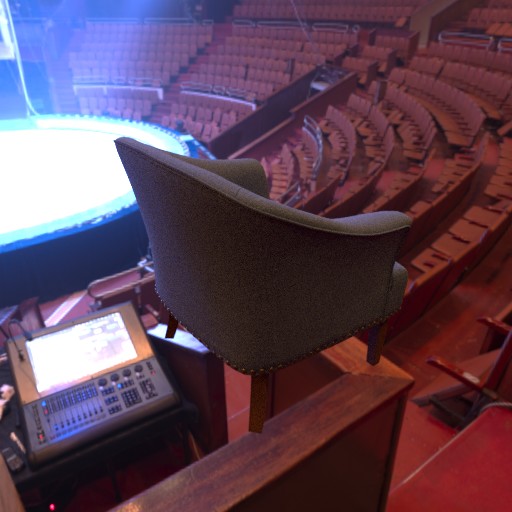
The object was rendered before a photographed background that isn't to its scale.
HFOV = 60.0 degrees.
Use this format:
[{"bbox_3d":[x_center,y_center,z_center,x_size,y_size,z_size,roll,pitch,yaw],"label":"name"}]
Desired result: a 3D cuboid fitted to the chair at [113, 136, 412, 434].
[{"bbox_3d":[0.000,0.000,1.464,0.704,0.815,0.798,-19,33,-32],"label":"chair"}]
